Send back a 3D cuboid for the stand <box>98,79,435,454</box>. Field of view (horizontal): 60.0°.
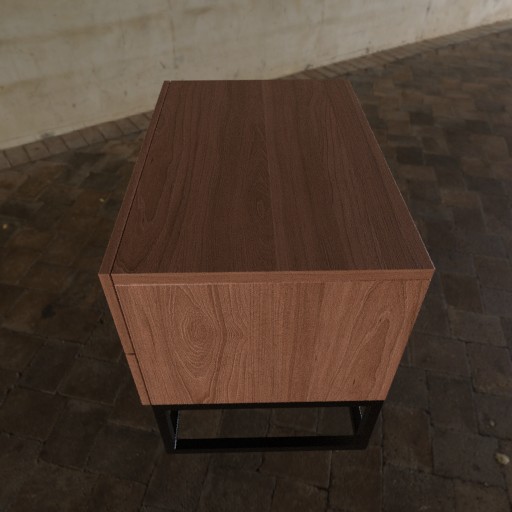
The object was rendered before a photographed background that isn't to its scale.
[{"bbox_3d":[0.000,0.000,0.921,0.420,0.500,0.600,-1,43,-1],"label":"stand"}]
